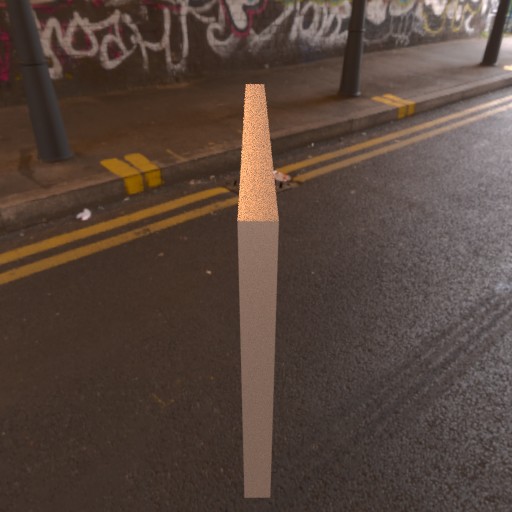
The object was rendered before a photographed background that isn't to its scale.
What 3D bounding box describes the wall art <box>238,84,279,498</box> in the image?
[{"bbox_3d":[0.000,0.000,1.372,0.066,0.801,1.056,0,32,0],"label":"wall art"}]
